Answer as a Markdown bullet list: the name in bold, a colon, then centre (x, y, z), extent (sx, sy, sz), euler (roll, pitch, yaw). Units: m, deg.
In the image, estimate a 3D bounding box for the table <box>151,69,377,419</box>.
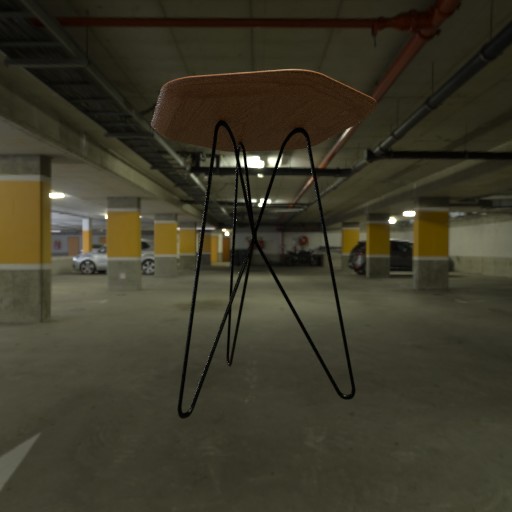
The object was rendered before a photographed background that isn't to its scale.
- **table**: centre (0.000, 0.000, 0.901), extent (0.400, 0.562, 0.500), euler (0, 1, -18)
